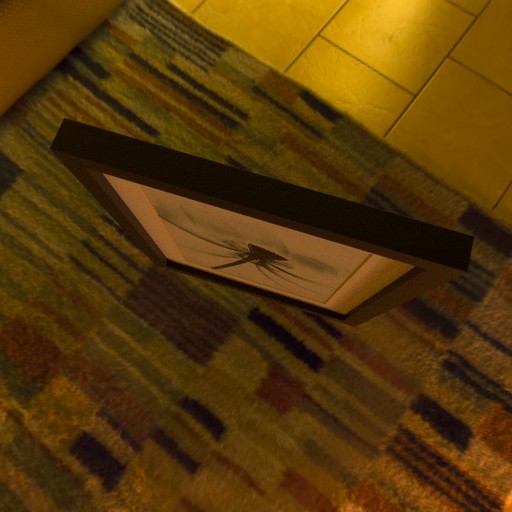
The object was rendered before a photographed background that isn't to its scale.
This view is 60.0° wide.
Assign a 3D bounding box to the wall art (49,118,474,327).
[{"bbox_3d":[0.000,0.000,0.521,0.330,0.381,0.029,17,76,4],"label":"wall art"}]
